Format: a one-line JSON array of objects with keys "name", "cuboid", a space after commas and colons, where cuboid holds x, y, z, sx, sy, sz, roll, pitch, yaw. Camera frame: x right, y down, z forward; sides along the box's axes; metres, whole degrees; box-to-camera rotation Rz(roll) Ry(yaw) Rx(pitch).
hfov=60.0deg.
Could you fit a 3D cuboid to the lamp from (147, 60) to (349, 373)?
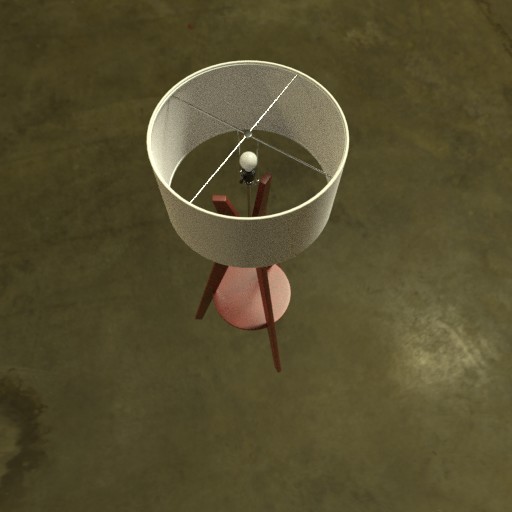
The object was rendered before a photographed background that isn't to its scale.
[{"name": "lamp", "cuboid": [0.000, 0.000, 1.714, 0.539, 1.472, 0.542, 30, 68, 13]}]
